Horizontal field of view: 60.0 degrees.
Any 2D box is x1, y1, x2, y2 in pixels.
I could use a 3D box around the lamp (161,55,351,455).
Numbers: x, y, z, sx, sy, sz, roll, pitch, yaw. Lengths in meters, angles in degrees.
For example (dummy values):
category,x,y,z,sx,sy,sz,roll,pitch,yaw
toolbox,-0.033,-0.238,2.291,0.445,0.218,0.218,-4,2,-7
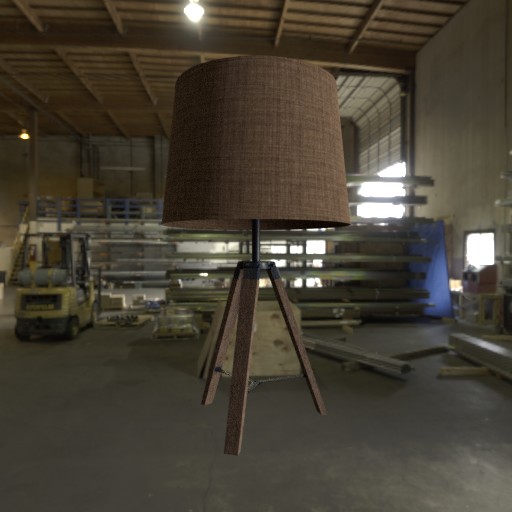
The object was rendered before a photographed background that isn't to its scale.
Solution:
category,x,y,z,sx,sy,sz,roll,pitch,yaw
lamp,0.000,0.000,0.692,0.290,0.514,0.290,0,1,0
